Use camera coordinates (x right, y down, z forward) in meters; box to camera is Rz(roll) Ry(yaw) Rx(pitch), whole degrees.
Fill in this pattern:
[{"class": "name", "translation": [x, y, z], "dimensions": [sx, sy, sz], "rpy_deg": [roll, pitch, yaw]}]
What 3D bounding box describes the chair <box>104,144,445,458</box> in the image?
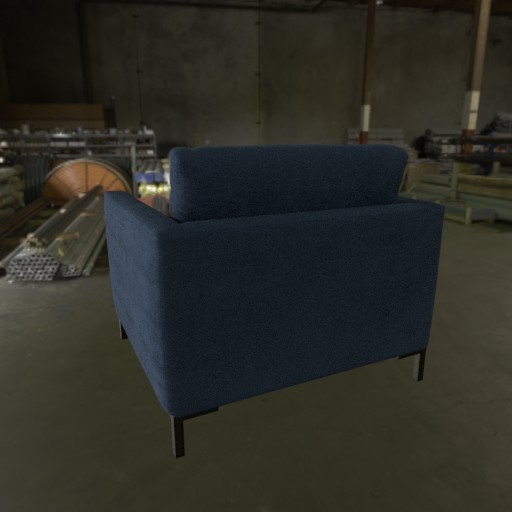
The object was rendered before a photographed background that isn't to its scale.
[{"class": "chair", "translation": [0.000, 0.000, 1.640], "dimensions": [0.964, 0.812, 0.875], "rpy_deg": [-7, 17, -25]}]
